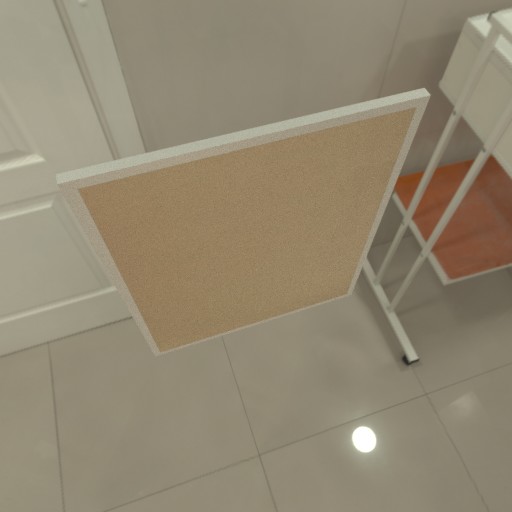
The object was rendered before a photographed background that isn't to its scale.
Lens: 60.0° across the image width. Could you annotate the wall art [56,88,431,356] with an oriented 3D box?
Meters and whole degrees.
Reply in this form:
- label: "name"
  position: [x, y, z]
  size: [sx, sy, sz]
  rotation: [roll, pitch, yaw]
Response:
- label: "wall art"
  position: [0.000, 0.000, 0.627]
  size: [0.382, 0.456, 0.013]
  rotation: [-16, 59, -10]
